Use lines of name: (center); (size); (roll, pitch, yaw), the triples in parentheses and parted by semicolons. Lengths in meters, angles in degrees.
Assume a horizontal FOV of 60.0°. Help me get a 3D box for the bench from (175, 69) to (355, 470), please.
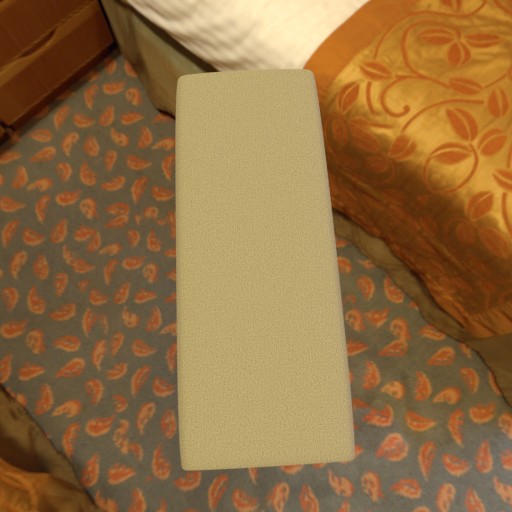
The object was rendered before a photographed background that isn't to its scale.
bench: (0.000, 0.000, 1.902); (0.646, 0.393, 1.609); (-3, 74, -1)
